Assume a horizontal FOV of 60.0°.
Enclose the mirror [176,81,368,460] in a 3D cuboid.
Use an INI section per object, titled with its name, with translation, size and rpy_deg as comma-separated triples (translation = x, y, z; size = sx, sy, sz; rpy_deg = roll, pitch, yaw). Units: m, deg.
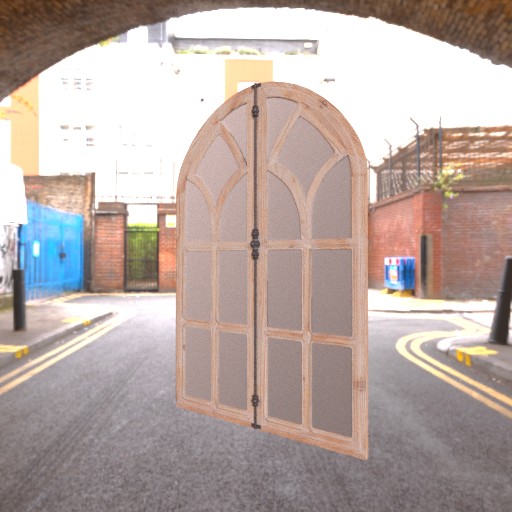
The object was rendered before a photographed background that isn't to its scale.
[mirror]
translation = 0.000, 0.000, 1.174
size = 0.609, 0.915, 0.032
rpy_deg = 0, 0, 36
